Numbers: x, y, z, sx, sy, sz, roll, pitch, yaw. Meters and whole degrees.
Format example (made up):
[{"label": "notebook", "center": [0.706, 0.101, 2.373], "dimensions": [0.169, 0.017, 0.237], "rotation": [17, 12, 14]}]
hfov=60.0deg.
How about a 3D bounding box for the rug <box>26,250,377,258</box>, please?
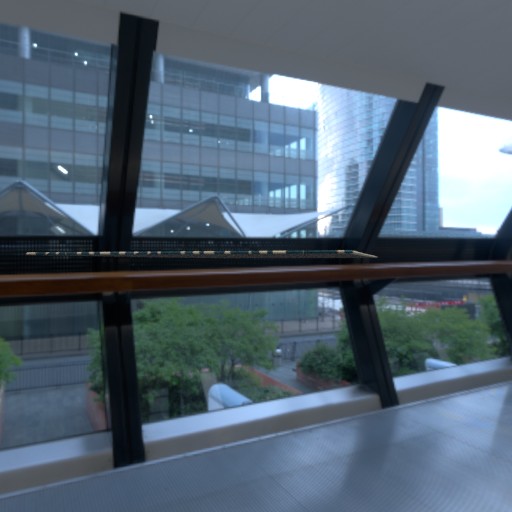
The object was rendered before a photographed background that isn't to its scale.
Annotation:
[{"label": "rug", "center": [0.000, 0.000, 3.030], "dimensions": [1.517, 0.011, 2.435], "rotation": [0, -1, 17]}]
